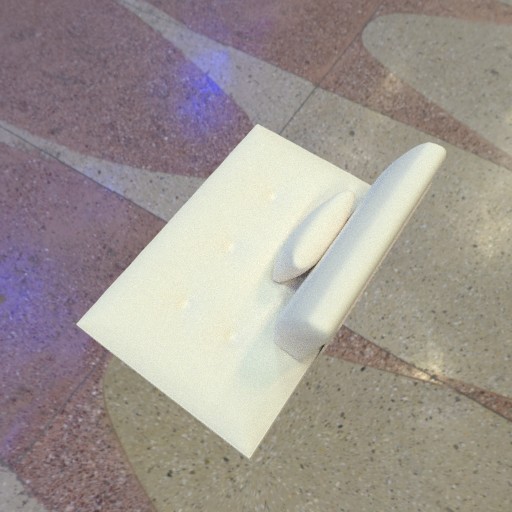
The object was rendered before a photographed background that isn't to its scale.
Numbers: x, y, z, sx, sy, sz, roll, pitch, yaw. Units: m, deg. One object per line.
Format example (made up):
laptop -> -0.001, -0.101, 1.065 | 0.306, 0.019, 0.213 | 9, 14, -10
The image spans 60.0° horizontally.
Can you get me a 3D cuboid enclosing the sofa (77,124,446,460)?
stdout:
sofa -> 0.000, 0.000, 2.074 | 1.000, 0.820, 1.450 | 32, 69, 14
